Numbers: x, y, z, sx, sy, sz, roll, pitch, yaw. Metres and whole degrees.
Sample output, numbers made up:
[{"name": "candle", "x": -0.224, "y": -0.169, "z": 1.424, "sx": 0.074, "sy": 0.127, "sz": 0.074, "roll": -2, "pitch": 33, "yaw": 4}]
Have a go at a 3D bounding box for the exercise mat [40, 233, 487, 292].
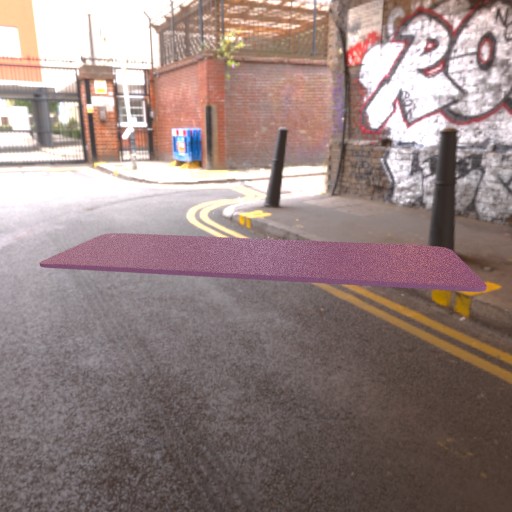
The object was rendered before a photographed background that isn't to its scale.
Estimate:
[{"name": "exercise mat", "x": 0.000, "y": 0.000, "z": 2.080, "sx": 1.869, "sy": 0.021, "sz": 0.616, "roll": 3, "pitch": 16, "yaw": 9}]
